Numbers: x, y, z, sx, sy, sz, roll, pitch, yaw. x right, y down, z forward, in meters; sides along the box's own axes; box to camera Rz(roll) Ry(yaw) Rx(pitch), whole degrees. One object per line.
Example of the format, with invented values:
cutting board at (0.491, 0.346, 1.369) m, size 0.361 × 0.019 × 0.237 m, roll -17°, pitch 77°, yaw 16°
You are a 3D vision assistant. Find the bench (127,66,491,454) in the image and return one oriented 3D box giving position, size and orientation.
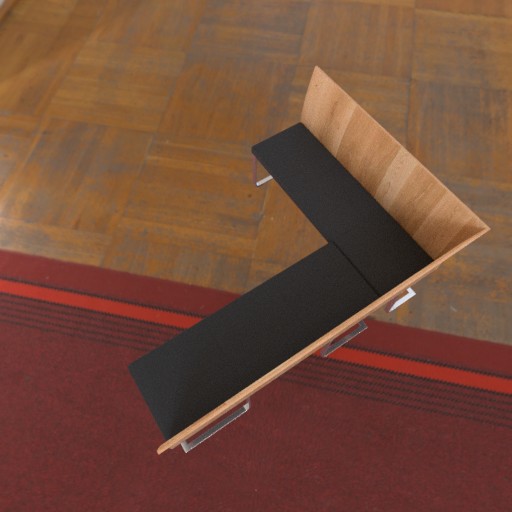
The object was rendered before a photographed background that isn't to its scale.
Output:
bench at (0.000, 0.000, 2.759) m, size 1.945 × 0.930 × 1.495 m, roll -30°, pitch 66°, yaw -15°
